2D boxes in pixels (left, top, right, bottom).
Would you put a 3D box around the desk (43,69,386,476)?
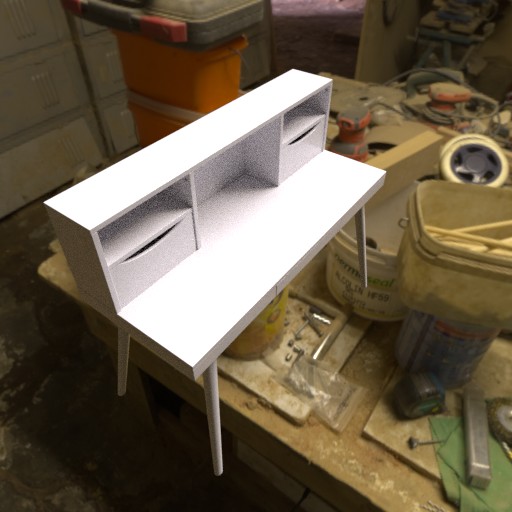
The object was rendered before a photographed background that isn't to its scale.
[{"bbox_3d":[0.000,0.000,1.746,0.559,0.990,1.199,27,49,26],"label":"desk"}]
